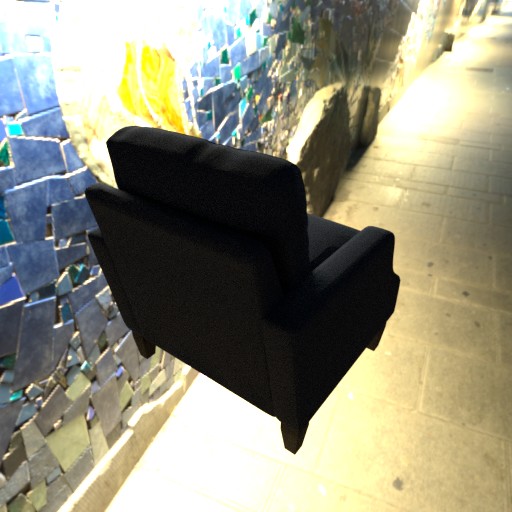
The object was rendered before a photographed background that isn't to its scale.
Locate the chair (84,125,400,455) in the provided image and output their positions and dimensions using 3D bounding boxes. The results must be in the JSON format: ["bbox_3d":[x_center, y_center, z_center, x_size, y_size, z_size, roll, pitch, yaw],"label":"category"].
[{"bbox_3d":[0.000,0.000,1.643,0.855,0.991,0.897,21,37,31],"label":"chair"}]
